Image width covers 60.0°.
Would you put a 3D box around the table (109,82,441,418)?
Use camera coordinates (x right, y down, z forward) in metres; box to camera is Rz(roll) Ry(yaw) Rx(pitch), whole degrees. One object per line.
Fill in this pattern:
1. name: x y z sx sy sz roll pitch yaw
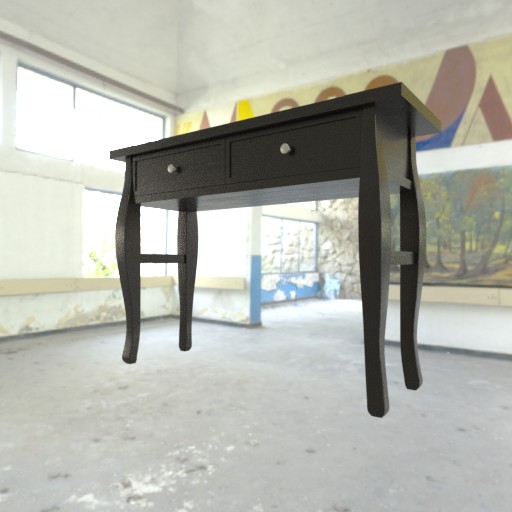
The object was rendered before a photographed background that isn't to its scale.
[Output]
1. table: 0.000 0.000 1.441 1.062 0.768 0.373 0 -1 36
